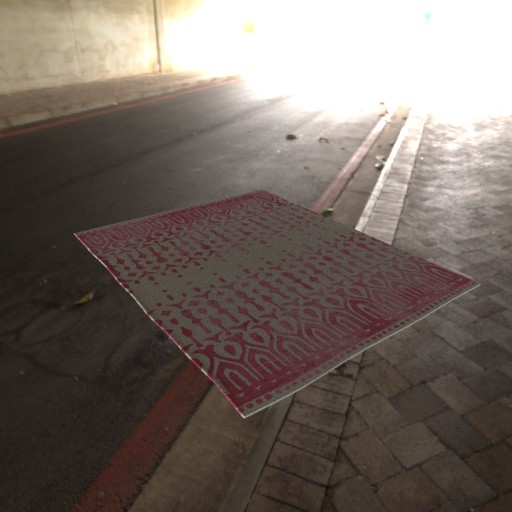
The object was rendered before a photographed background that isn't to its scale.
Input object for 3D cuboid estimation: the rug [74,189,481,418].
[{"bbox_3d":[0.000,0.000,4.154,2.441,0.016,3.095,-18,32,-32],"label":"rug"}]
